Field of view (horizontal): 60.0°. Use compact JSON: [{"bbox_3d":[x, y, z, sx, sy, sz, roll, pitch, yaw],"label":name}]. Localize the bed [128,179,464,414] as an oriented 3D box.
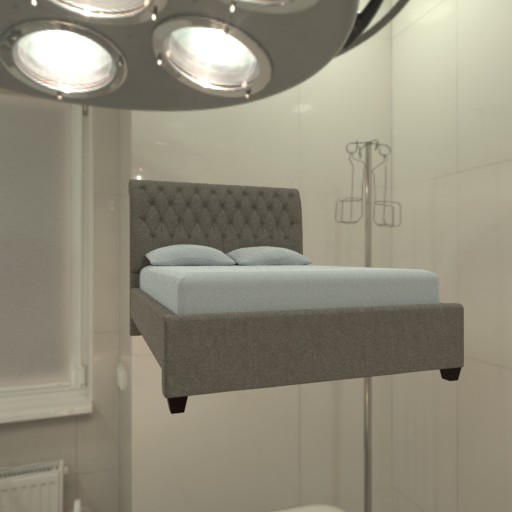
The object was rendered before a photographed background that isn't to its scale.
[{"bbox_3d":[0.000,0.000,3.219,1.645,1.371,2.252,0,0,-20],"label":"bed"}]
